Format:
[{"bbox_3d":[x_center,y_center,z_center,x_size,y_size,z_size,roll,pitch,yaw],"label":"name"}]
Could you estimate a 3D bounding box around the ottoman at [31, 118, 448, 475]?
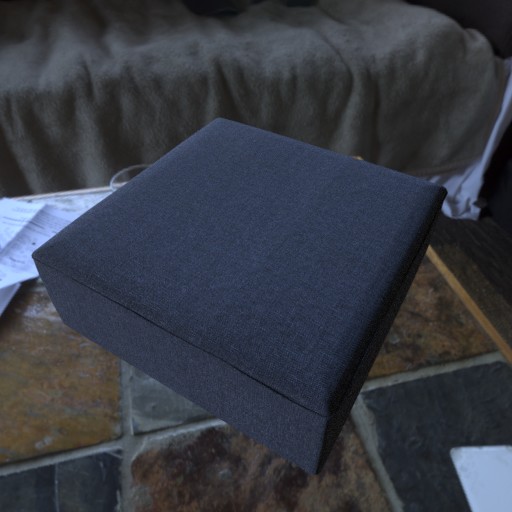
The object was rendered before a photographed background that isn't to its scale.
[{"bbox_3d":[0.000,0.000,1.567,1.017,0.423,1.023,24,50,22],"label":"ottoman"}]
